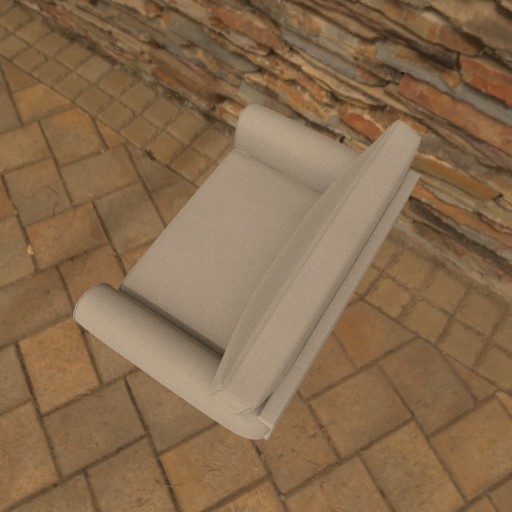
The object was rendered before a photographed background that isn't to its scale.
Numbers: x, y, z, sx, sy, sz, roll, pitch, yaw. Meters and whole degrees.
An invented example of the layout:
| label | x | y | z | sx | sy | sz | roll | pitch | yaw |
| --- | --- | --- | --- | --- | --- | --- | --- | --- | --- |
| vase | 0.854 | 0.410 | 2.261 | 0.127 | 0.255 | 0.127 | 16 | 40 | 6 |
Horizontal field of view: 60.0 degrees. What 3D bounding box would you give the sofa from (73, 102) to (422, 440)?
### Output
| label | x | y | z | sx | sy | sz | roll | pitch | yaw |
| --- | --- | --- | --- | --- | --- | --- | --- | --- | --- |
| sofa | 0.000 | 0.000 | 2.076 | 0.937 | 1.006 | 1.405 | 30 | 68 | 14 |
